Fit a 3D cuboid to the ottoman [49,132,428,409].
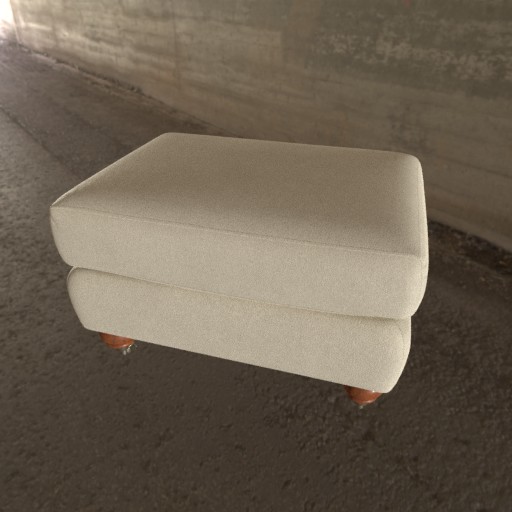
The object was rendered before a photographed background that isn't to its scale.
[{"bbox_3d":[0.000,0.000,1.141,0.773,0.499,0.569,9,32,14],"label":"ottoman"}]
